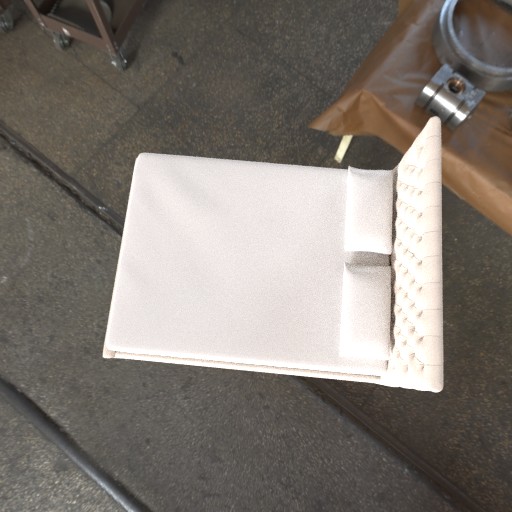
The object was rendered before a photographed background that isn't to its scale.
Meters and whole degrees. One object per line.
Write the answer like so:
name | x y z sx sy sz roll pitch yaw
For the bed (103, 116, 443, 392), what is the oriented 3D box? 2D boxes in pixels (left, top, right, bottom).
bed | 0.000 0.000 3.311 2.233 1.426 1.696 5 76 1
